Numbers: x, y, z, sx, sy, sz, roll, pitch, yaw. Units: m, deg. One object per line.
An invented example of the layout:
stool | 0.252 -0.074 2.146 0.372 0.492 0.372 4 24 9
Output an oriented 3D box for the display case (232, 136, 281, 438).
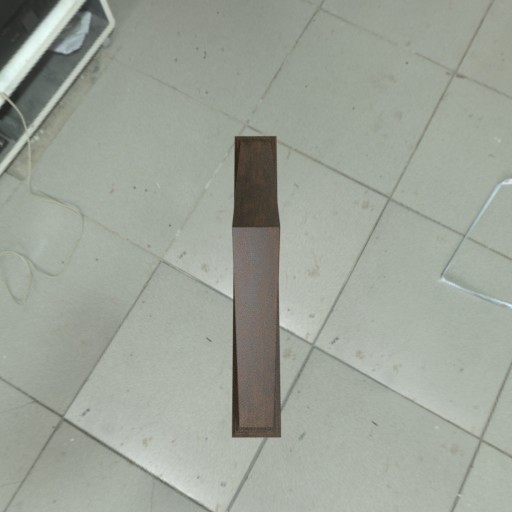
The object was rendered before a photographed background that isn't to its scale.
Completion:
display case | 0.000 0.000 0.770 0.095 0.340 0.640 0 76 0
